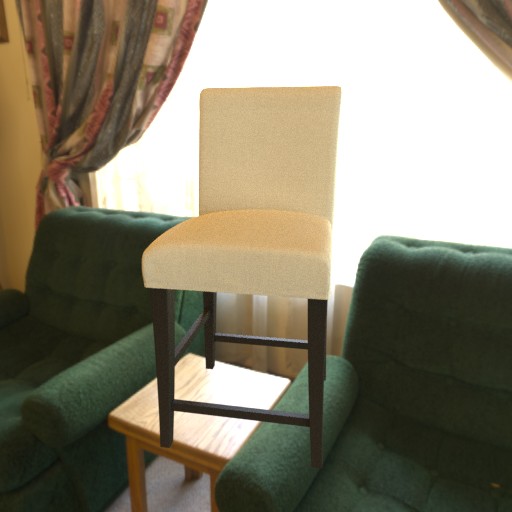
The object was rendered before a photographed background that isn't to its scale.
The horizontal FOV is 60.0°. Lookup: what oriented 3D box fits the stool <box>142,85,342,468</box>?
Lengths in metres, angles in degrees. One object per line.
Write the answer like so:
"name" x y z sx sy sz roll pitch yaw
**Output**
"stool" 0.000 0.000 1.310 0.452 0.976 0.597 3 17 10
